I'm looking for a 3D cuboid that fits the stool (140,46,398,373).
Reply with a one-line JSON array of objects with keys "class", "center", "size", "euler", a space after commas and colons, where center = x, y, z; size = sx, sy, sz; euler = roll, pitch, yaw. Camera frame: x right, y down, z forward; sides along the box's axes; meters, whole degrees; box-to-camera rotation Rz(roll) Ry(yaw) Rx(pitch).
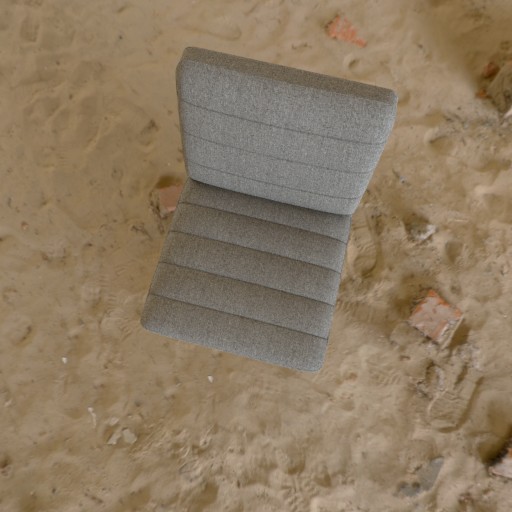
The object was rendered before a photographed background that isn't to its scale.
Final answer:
[{"class": "stool", "center": [0.000, 0.000, 1.257], "size": [0.460, 0.940, 0.560], "euler": [14, 76, 3]}]
